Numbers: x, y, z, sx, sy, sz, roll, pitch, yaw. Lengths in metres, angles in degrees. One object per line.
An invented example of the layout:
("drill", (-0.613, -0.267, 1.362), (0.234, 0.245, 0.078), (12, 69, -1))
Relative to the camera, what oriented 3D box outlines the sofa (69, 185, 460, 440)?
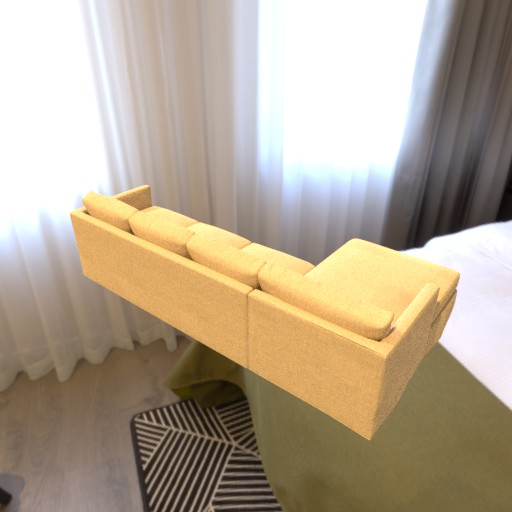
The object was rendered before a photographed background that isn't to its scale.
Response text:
("sofa", (0.000, 0.000, 4.013), (3.205, 0.922, 1.650), (22, 37, 32))
